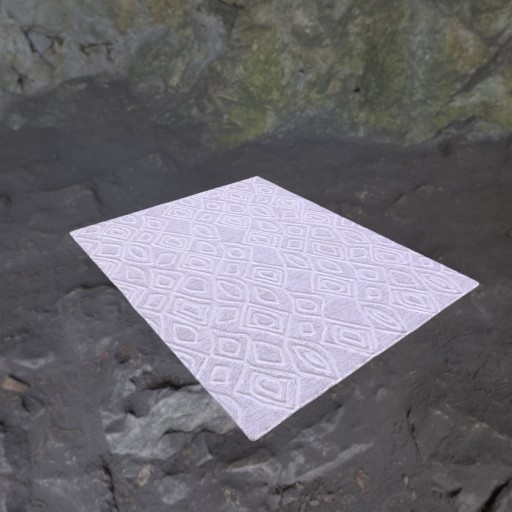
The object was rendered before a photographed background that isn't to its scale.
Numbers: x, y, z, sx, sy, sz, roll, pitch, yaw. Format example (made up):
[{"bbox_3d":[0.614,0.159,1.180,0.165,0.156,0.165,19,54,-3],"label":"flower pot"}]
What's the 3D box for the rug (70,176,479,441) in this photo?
[{"bbox_3d":[0.000,0.000,4.122,2.449,0.025,3.049,-23,39,-32],"label":"rug"}]
